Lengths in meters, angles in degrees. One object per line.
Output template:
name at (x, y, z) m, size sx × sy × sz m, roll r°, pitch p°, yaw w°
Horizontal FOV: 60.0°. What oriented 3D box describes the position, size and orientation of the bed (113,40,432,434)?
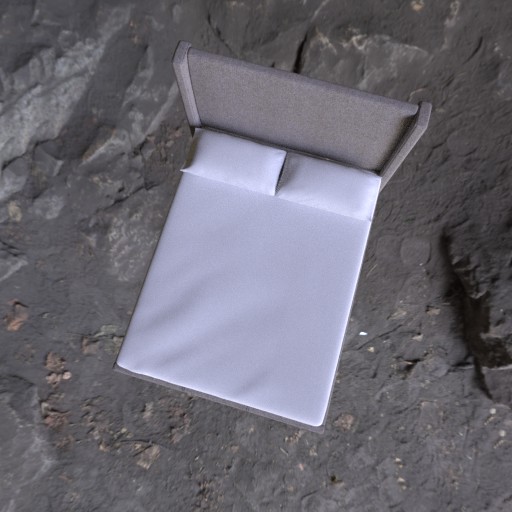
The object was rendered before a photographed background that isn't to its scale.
bed at (0.000, 0.000, 3.350) m, size 1.714 × 1.476 × 2.245 m, roll 16°, pitch 77°, yaw 4°
